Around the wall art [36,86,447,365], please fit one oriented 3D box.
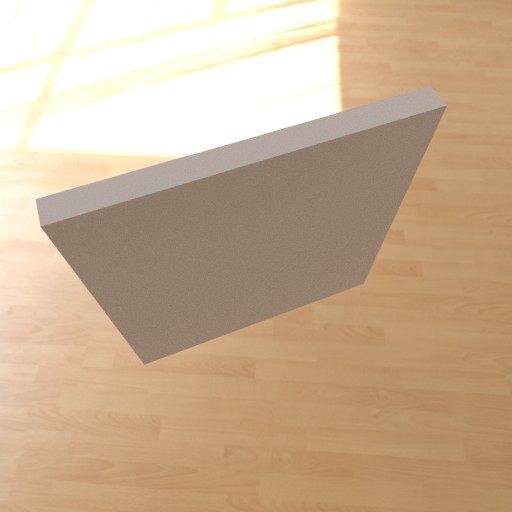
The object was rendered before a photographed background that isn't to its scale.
[{"bbox_3d":[0.000,0.000,0.521,0.355,0.355,0.027,-19,62,-11],"label":"wall art"}]
